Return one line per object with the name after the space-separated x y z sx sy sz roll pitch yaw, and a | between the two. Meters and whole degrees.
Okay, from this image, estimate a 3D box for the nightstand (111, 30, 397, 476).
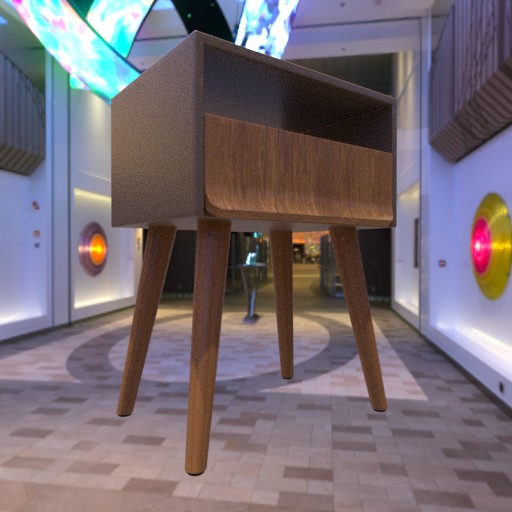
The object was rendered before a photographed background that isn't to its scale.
0.000 0.000 0.713 0.370 0.508 0.288 0 1 -37 | nightstand
